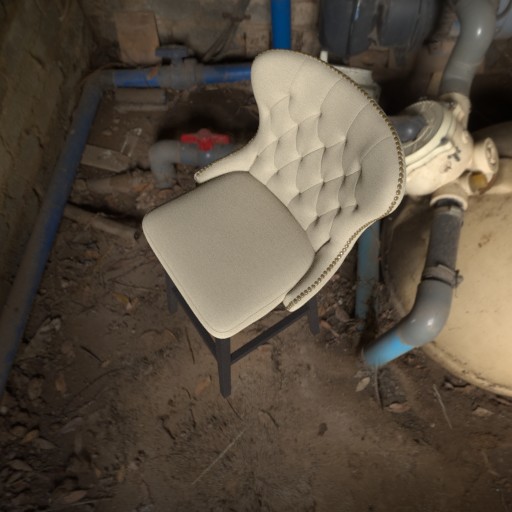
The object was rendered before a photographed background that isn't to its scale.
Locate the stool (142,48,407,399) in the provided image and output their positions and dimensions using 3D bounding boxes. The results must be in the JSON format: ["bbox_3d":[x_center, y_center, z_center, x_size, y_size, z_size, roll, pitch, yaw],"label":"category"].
[{"bbox_3d":[0.000,0.000,1.409,0.605,1.066,0.528,-32,68,-15],"label":"stool"}]
